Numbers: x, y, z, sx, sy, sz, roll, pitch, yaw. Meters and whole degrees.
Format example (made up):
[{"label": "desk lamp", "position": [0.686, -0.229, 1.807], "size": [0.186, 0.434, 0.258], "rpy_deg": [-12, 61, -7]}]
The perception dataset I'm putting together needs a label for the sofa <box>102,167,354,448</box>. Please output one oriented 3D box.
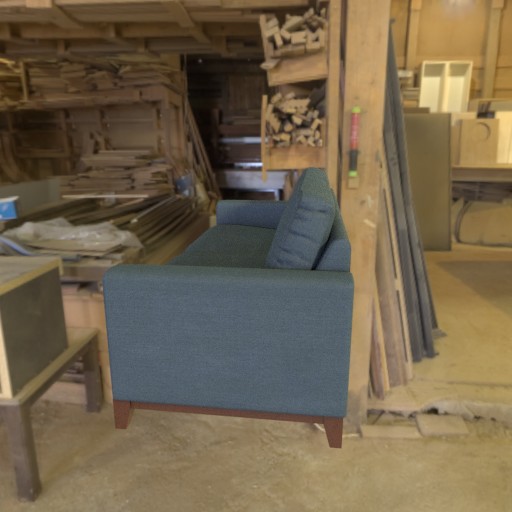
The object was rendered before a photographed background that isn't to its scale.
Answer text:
[{"label": "sofa", "position": [0.000, 0.000, 2.385], "size": [0.877, 0.865, 1.900], "rpy_deg": [2, 15, 7]}]
